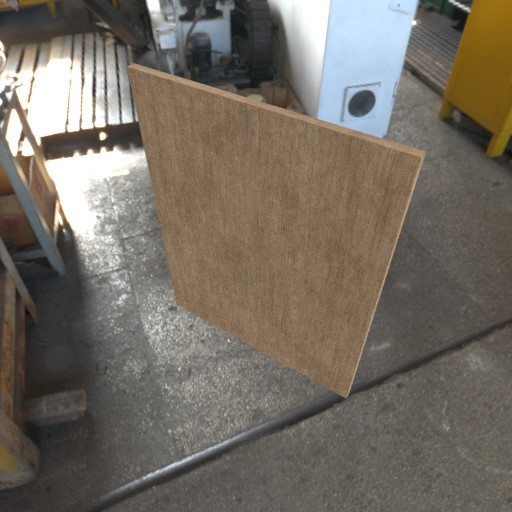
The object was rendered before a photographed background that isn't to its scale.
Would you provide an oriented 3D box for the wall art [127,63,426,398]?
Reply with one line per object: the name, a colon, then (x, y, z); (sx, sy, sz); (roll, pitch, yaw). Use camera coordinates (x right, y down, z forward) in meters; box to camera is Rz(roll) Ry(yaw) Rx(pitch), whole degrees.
wall art: (0.000, 0.000, 0.939); (0.534, 0.686, 0.018); (25, 51, 22)
